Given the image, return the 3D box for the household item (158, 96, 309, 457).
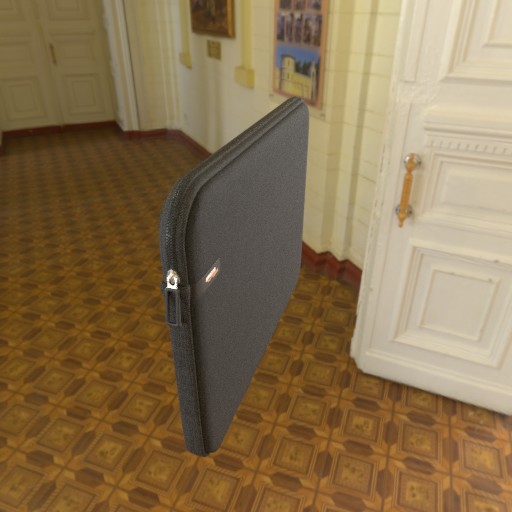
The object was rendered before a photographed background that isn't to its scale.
[{"bbox_3d":[0.000,0.000,0.525,0.030,0.305,0.396,10,32,16],"label":"household item"}]
